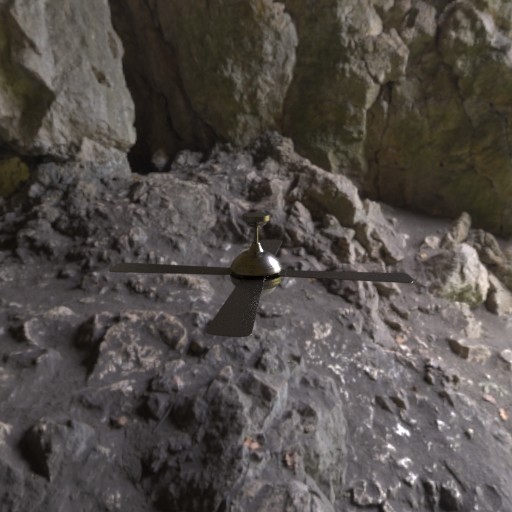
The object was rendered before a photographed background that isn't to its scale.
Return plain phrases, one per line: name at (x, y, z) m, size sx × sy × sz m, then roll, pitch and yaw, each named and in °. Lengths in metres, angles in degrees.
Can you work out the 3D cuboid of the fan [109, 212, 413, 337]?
fan at (0.000, 0.000, 2.015) m, size 1.321 × 0.381 × 1.321 m, roll 8°, pitch 16°, yaw 27°
